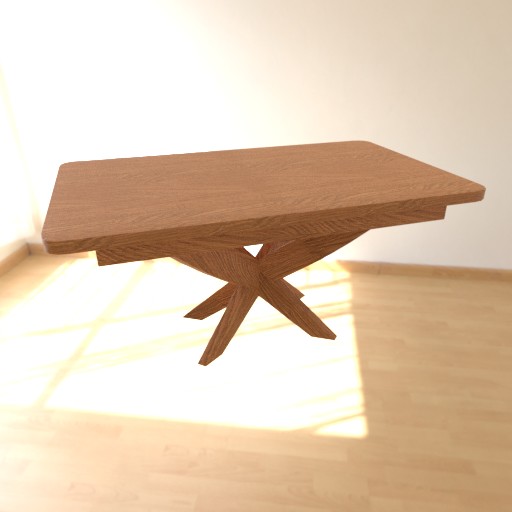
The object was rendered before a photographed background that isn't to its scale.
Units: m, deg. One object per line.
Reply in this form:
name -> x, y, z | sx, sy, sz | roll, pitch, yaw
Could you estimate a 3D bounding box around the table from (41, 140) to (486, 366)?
table -> 0.000, 0.000, 2.045 | 1.600, 0.770, 0.950 | -8, 28, -16
